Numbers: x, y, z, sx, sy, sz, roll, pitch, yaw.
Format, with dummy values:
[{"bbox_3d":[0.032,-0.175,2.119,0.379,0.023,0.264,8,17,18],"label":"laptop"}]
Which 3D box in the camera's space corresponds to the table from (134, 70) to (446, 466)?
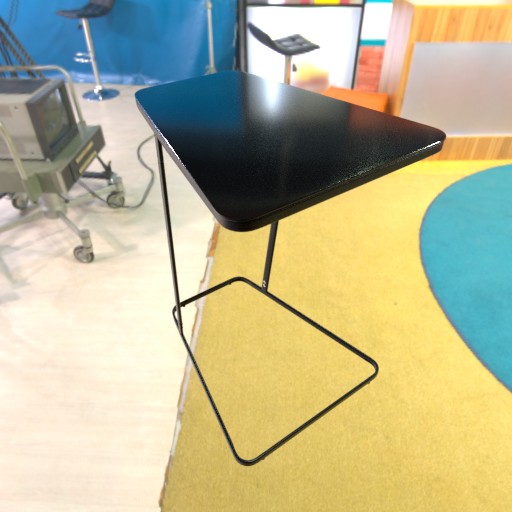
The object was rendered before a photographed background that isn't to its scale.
[{"bbox_3d":[0.000,0.000,0.966,0.427,0.624,0.500,-25,45,-27],"label":"table"}]
